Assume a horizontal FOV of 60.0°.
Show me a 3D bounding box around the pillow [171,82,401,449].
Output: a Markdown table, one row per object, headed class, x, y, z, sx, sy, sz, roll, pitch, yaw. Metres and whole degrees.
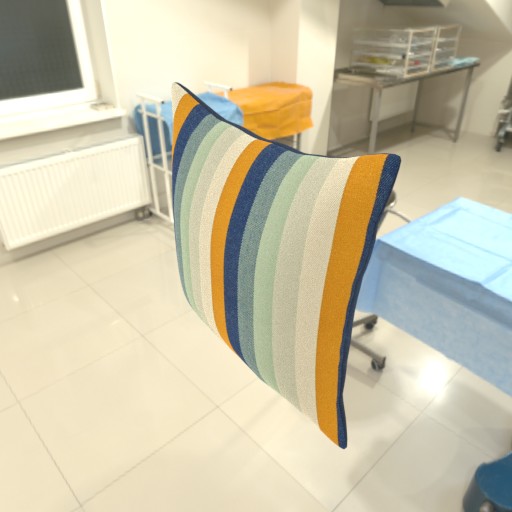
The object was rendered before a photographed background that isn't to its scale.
| class | x | y | z | sx | sy | sz | roll | pitch | yaw |
| --- | --- | --- | --- | --- | --- | --- | --- | --- | --- |
| pillow | 0.000 | 0.000 | 0.698 | 0.173 | 0.454 | 0.463 | -21 | 38 | -30 |
